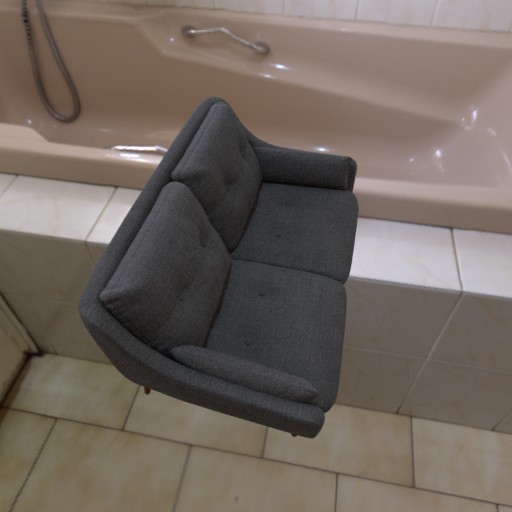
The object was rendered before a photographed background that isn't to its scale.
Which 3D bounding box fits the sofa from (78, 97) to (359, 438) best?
[{"bbox_3d":[0.000,0.000,2.238,0.976,0.887,1.646,10,48,9],"label":"sofa"}]
